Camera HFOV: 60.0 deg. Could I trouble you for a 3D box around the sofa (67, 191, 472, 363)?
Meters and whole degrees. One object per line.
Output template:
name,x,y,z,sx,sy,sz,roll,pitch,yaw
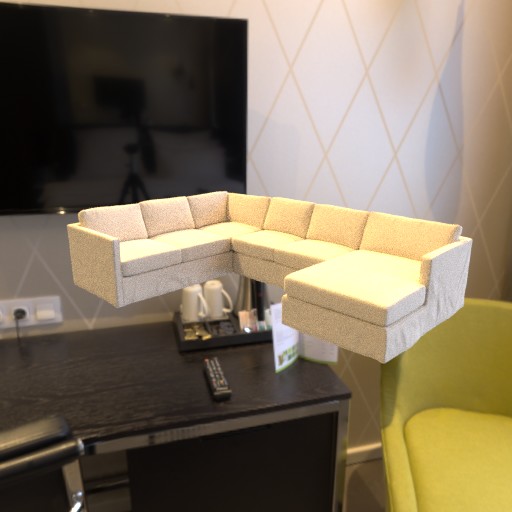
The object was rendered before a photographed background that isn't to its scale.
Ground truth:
sofa,0.000,0.000,4.585,3.460,0.882,2.427,15,22,42
